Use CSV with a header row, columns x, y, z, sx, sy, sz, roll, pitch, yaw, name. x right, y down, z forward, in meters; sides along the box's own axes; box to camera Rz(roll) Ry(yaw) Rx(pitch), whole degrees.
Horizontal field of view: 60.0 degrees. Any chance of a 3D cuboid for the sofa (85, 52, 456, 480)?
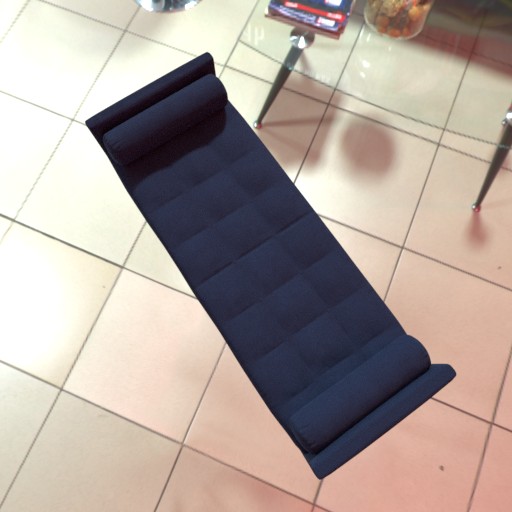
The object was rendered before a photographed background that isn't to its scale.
x,y,z,sx,sy,sz,roll,pitch,yaw,name
0.000,0.000,2.451,0.797,0.657,2.102,-33,78,-8,sofa
